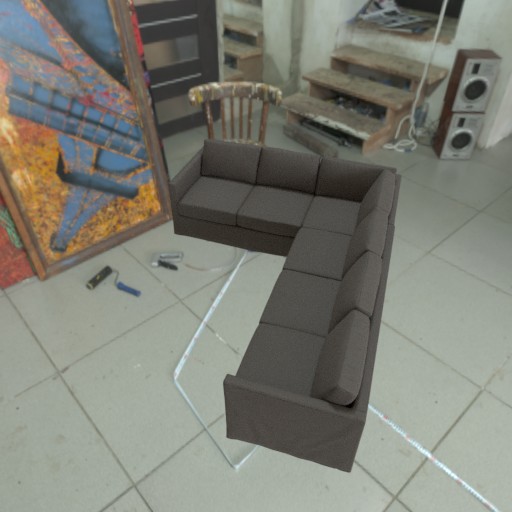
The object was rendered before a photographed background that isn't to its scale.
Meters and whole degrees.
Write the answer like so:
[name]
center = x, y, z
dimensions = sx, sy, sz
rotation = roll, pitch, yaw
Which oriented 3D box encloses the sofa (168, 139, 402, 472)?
[sofa]
center = 0.000, 0.000, 4.258
dimensions = 2.432, 0.871, 3.182
rotation = 12, 41, 14
